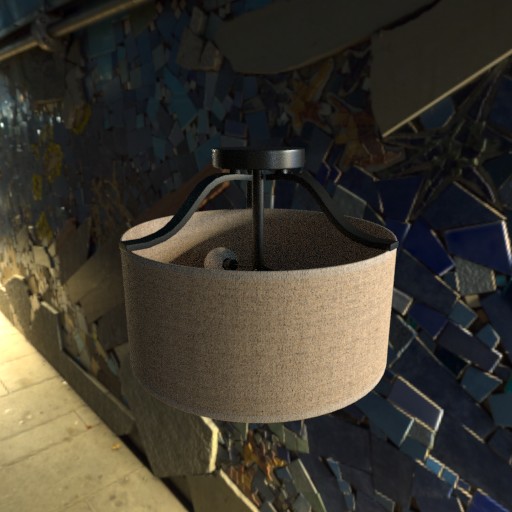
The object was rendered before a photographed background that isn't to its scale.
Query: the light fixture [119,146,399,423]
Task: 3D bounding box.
[{"bbox_3d":[0.000,0.000,0.646,0.390,0.306,0.390,0,16,0],"label":"light fixture"}]
